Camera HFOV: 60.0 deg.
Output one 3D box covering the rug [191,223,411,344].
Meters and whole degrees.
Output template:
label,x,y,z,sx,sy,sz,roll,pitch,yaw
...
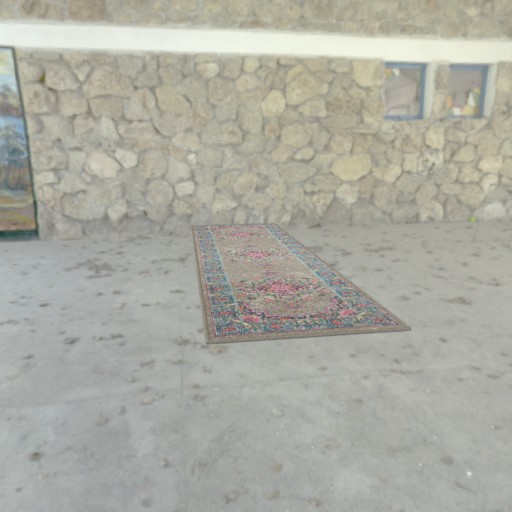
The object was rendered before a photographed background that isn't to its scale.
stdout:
label,x,y,z,sx,sy,sz,roll,pitch,yaw
rug,0.000,0.000,2.021,0.553,0.012,1.827,-2,13,-9
